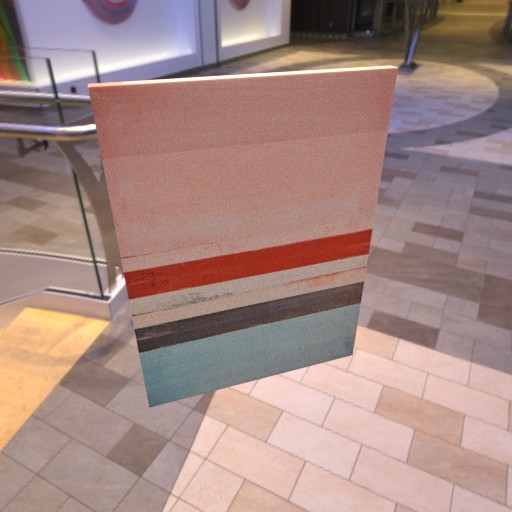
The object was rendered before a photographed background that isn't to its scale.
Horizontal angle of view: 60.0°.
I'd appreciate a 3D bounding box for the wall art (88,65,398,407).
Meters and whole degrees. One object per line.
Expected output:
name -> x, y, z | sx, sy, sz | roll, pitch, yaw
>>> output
wall art -> 0.000, 0.000, 1.324 | 0.761, 1.016, 0.039 | -10, 33, -16
